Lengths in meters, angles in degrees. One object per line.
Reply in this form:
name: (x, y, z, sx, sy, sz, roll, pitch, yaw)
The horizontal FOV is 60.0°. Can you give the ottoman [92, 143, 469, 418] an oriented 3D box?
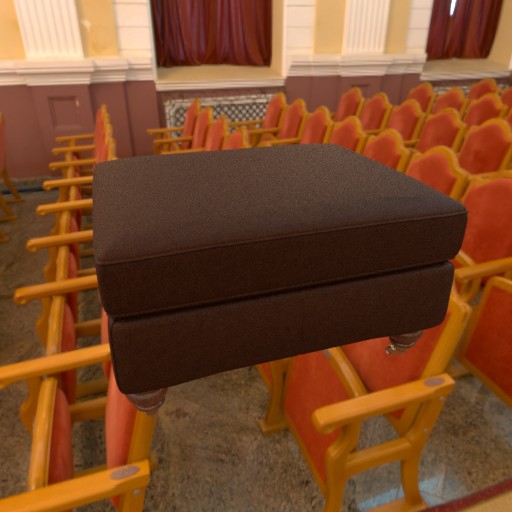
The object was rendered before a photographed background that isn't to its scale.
ottoman: (0.000, 0.000, 1.820, 1.187, 0.730, 0.967, -9, 28, -16)
